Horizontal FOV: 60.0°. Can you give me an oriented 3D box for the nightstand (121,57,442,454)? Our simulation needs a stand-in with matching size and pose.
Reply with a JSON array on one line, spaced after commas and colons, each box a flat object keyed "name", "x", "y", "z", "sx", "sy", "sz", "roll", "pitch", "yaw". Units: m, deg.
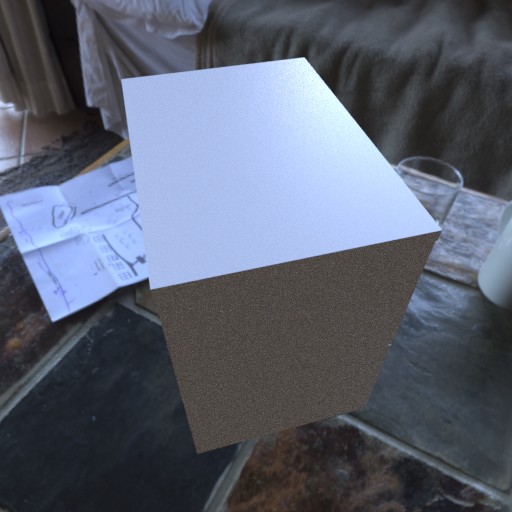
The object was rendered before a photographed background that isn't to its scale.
[{"name": "nightstand", "x": 0.000, "y": 0.000, "z": 0.759, "sx": 0.325, "sy": 0.460, "sz": 0.441, "roll": -11, "pitch": 48, "yaw": -10}]
